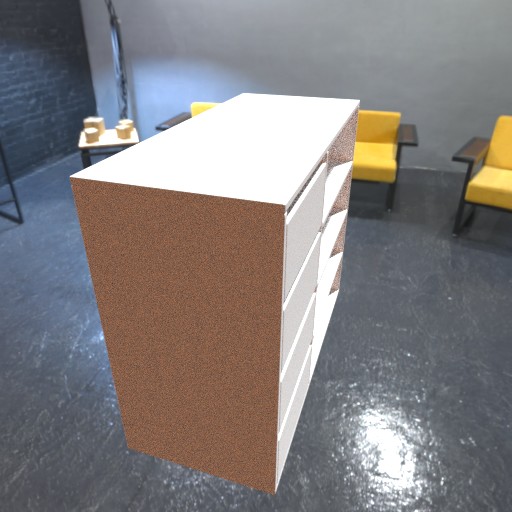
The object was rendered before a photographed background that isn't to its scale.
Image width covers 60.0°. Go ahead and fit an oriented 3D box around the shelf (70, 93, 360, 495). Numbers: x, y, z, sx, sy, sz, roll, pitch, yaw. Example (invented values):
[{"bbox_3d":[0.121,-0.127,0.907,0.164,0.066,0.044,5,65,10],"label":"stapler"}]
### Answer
[{"bbox_3d":[0.000,0.000,1.277,0.396,0.732,0.895,9,31,16],"label":"shelf"}]
